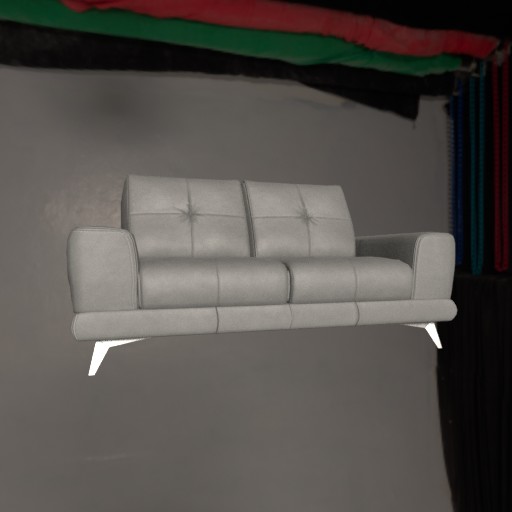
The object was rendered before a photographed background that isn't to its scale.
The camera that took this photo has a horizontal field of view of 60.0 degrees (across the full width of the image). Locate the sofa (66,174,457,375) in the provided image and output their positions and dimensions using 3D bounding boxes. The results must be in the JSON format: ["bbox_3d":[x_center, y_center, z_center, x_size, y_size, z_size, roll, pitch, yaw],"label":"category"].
[{"bbox_3d":[0.000,0.000,2.372,1.806,0.907,1.018,0,0,-18],"label":"sofa"}]
